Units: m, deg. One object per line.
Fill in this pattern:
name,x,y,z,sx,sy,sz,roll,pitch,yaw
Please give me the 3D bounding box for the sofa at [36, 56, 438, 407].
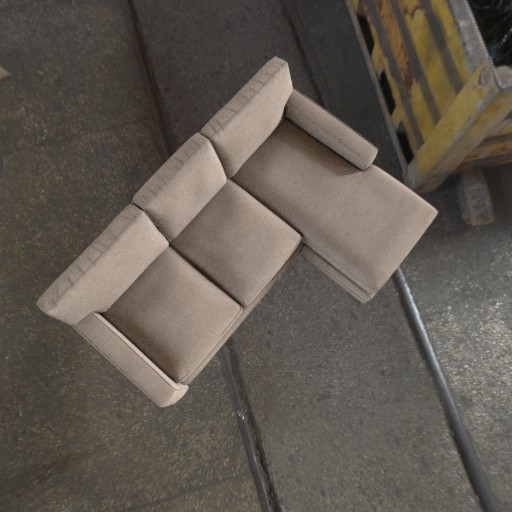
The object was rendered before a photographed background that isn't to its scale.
sofa,0.000,0.000,2.821,1.496,0.861,2.087,39,79,9
